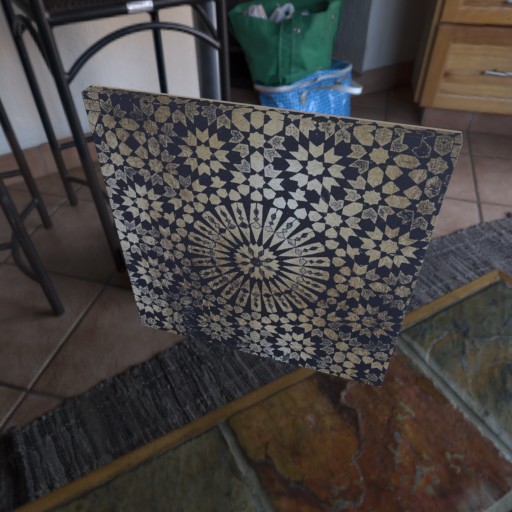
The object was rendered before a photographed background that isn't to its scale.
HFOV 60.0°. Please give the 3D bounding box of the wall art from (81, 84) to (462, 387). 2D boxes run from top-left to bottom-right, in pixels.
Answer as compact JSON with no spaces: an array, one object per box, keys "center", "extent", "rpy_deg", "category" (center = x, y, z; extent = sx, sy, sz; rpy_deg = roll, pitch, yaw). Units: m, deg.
[{"center":[0.000,0.000,0.897],"extent":[0.612,0.612,0.038],"rpy_deg":[12,43,13],"category":"wall art"}]
